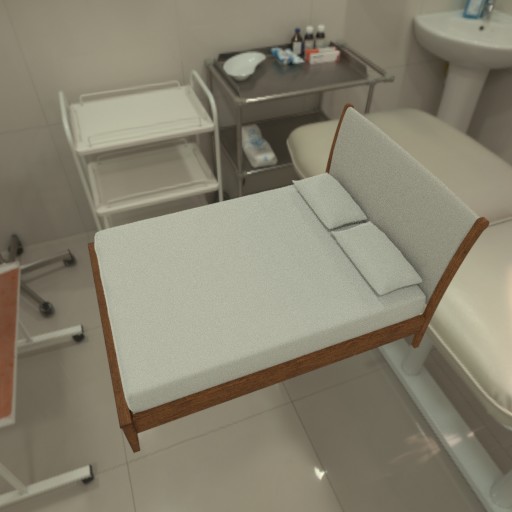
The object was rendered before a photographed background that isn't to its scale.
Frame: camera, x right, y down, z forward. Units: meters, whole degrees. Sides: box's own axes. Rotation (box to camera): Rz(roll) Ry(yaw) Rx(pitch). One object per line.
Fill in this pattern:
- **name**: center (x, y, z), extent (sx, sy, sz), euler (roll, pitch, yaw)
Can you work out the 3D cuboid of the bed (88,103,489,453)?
- **bed**: center (0.000, 0.000, 2.943), extent (2.108, 1.135, 1.502), euler (-15, 47, -15)
